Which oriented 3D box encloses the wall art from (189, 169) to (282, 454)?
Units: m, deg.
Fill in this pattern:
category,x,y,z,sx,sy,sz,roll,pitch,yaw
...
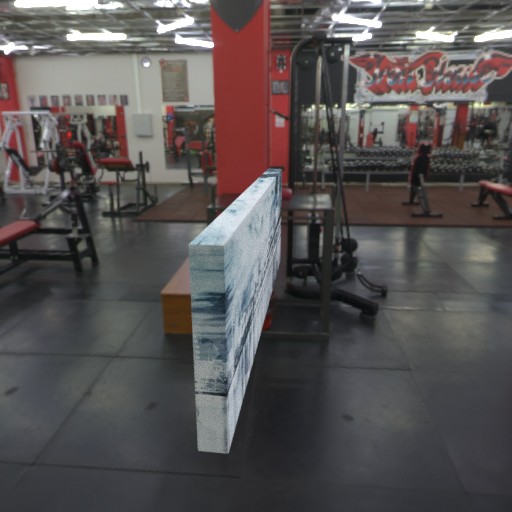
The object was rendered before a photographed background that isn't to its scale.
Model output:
category,x,y,z,sx,sy,sz,roll,pitch,yaw
wall art,0.000,0.000,0.840,0.037,0.251,0.759,2,17,7
